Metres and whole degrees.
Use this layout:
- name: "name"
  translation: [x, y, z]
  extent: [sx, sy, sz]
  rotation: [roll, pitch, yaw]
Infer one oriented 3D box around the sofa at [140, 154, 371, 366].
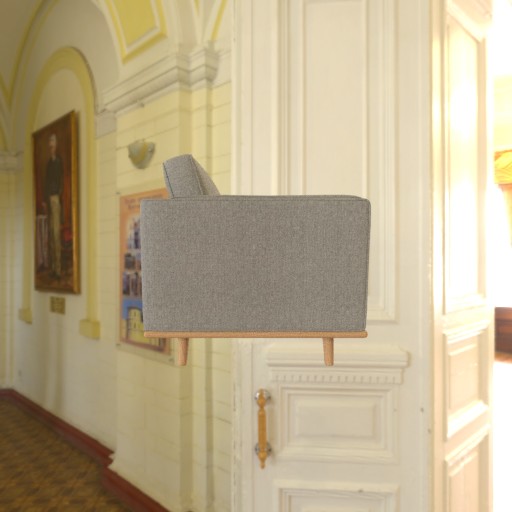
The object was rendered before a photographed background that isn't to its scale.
- name: "sofa"
  translation: [0.000, 0.000, 2.815]
  extent: [0.903, 0.899, 2.362]
  rotation: [0, 0, 0]
